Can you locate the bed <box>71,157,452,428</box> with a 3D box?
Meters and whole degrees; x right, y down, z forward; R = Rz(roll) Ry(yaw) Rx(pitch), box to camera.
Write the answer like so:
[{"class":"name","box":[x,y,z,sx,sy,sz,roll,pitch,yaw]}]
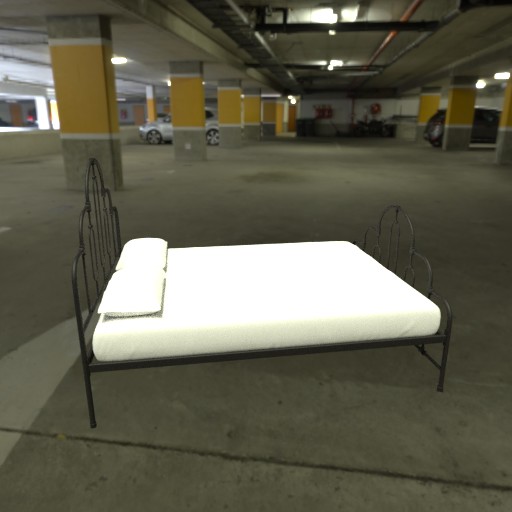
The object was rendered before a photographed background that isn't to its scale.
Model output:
[{"class":"bed","box":[0.000,0.000,3.213,2.163,1.429,1.640,-3,17,-9]}]
